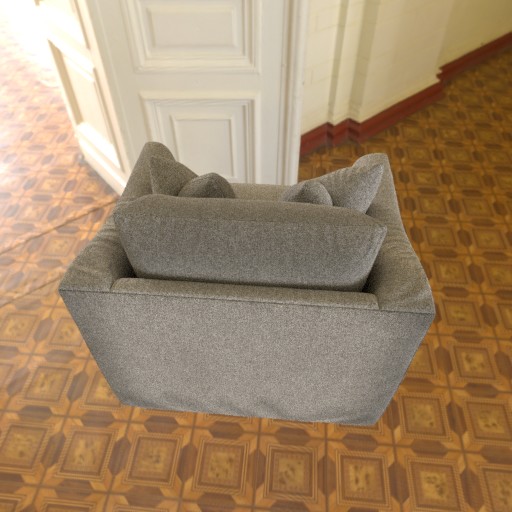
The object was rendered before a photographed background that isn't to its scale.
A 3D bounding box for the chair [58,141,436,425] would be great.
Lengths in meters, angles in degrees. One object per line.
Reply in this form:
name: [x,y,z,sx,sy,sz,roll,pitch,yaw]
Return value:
chair: [0.000,0.000,1.959,1.194,1.059,1.071,3,48,3]
